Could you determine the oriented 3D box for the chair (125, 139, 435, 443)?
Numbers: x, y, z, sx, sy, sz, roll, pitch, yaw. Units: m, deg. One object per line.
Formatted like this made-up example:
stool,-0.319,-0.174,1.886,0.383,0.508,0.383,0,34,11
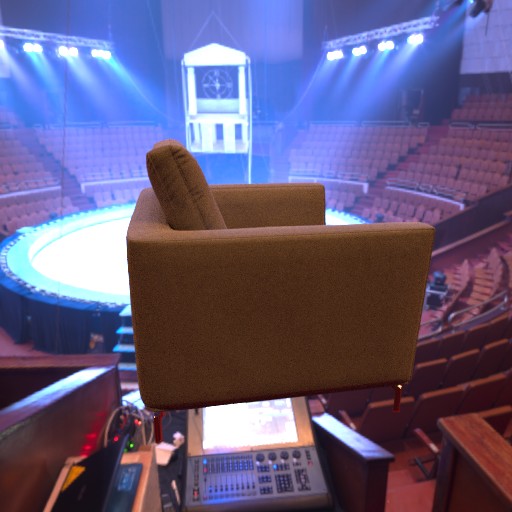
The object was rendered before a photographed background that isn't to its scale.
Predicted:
chair,0.000,0.000,1.701,0.889,0.864,1.041,-3,17,-11
